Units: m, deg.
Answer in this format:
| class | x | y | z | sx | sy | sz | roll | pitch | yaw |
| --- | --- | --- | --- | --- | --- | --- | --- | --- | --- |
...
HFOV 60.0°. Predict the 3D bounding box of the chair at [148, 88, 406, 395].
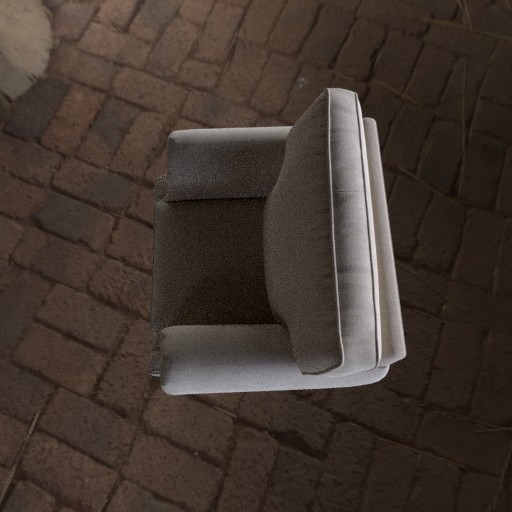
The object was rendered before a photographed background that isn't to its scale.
| class | x | y | z | sx | sy | sz | roll | pitch | yaw |
| --- | --- | --- | --- | --- | --- | --- | --- | --- | --- |
| chair | 0.000 | 0.000 | 1.863 | 0.965 | 0.961 | 1.092 | -2 | 73 | -1 |
